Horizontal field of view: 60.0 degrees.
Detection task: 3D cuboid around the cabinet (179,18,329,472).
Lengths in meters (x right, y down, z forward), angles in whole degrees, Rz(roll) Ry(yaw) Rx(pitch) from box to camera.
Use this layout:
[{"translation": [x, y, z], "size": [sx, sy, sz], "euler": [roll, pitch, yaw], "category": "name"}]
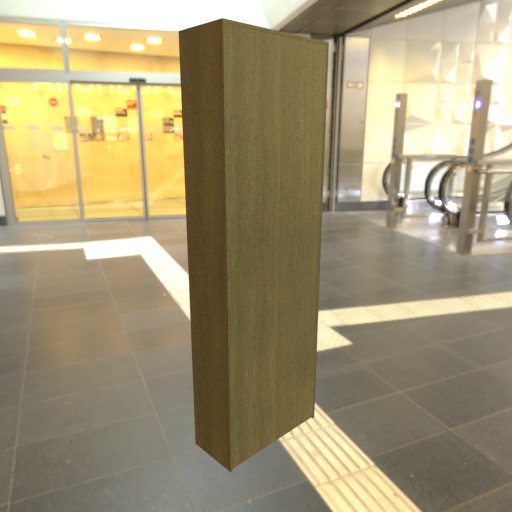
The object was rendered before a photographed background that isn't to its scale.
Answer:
[{"translation": [0.000, 0.000, 1.808], "size": [0.520, 1.630, 0.255], "euler": [-14, 20, -42], "category": "cabinet"}]
